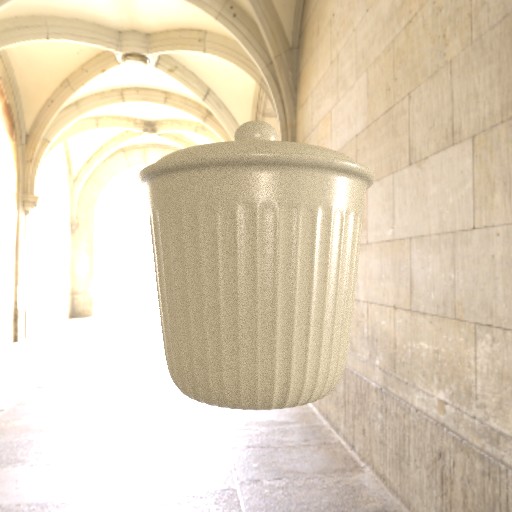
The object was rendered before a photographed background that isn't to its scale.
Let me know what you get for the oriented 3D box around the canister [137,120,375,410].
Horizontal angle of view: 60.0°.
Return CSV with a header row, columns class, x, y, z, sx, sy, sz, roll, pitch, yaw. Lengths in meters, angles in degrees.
class,x,y,z,sx,sy,sz,roll,pitch,yaw
canister,0.000,0.000,0.347,0.181,0.211,0.181,0,-1,0
